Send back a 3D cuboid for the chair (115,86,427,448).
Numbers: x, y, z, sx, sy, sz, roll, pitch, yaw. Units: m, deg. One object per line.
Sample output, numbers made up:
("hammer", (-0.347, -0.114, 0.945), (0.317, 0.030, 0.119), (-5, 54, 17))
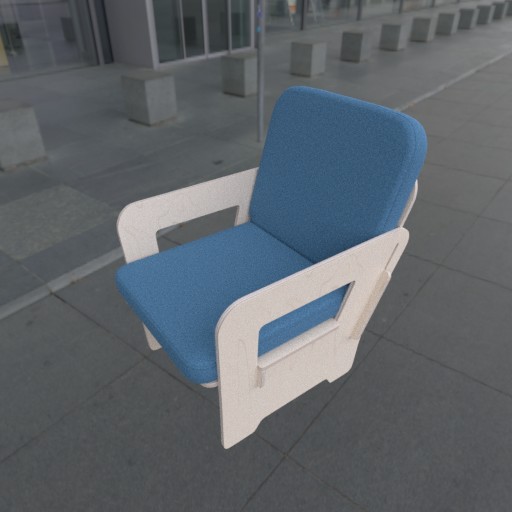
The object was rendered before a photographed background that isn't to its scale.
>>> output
("chair", (0.000, 0.000, 1.191), (0.657, 0.747, 0.547), (-22, 39, -30))
